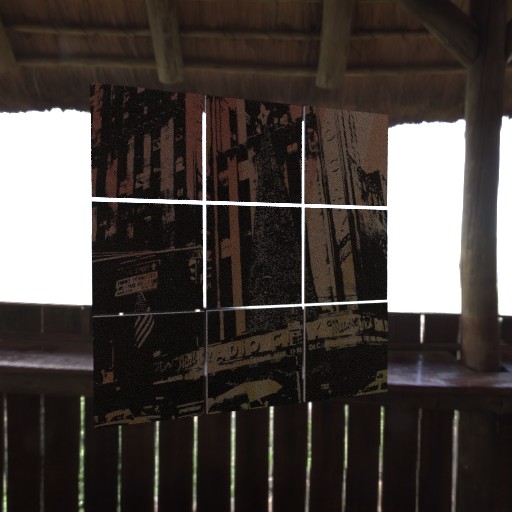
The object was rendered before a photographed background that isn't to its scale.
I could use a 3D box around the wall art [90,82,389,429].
[{"bbox_3d":[0.000,0.000,2.194,1.527,1.521,0.017,-1,2,-19],"label":"wall art"}]
